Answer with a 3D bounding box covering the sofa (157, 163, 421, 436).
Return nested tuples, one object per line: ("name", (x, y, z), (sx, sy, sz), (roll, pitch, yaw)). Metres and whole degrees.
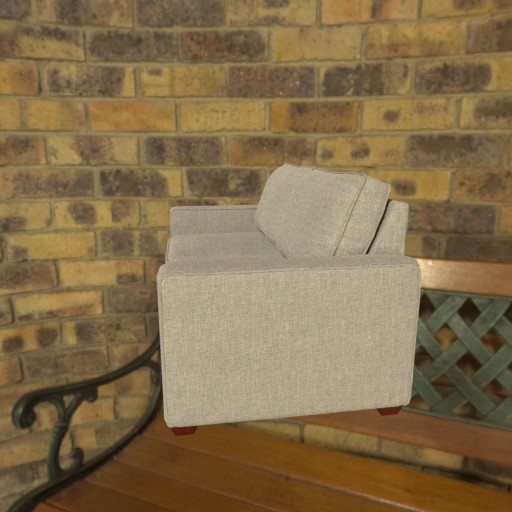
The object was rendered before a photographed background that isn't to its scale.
("sofa", (0.000, 0.000, 2.323), (0.945, 0.915, 1.706), (-2, 14, -9))
